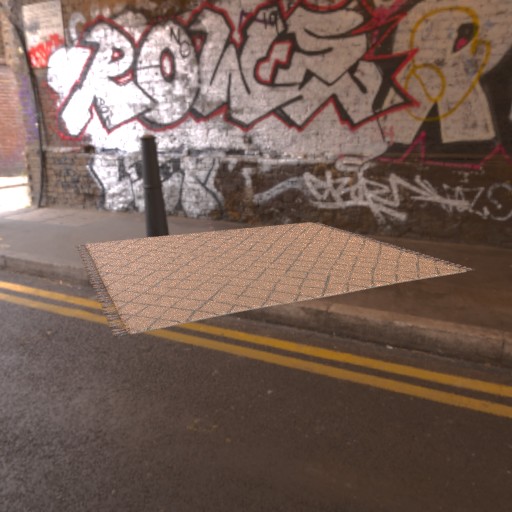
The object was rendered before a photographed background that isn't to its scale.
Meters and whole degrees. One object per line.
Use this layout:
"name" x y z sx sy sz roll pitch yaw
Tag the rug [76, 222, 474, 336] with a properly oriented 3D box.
"rug" 0.000 0.000 4.996 3.585 0.036 2.892 -7 17 -25
